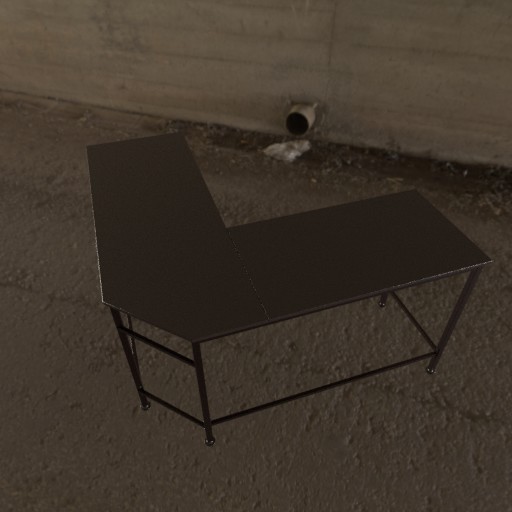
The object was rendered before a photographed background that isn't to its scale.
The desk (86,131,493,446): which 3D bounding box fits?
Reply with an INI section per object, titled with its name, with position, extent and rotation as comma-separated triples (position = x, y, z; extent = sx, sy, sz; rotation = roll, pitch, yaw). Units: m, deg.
[desk]
position = 0.000, 0.000, 2.203
extent = 1.379, 0.739, 1.379
rotation = -13, 44, -14
